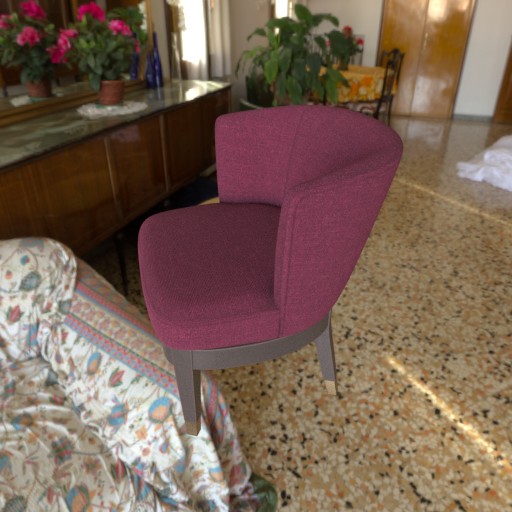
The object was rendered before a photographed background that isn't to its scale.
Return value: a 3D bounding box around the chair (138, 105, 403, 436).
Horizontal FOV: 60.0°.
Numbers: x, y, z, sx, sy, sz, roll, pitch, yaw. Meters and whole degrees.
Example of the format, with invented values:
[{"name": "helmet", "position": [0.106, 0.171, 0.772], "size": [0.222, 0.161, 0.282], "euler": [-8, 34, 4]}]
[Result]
[{"name": "chair", "position": [0.000, 0.000, 1.295], "size": [0.660, 0.760, 0.700], "euler": [-8, 30, -14]}]
